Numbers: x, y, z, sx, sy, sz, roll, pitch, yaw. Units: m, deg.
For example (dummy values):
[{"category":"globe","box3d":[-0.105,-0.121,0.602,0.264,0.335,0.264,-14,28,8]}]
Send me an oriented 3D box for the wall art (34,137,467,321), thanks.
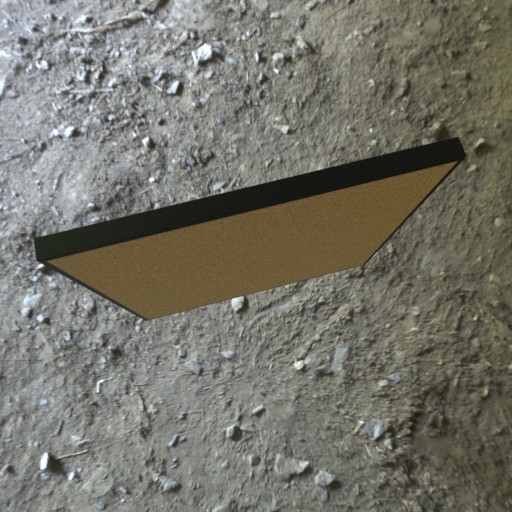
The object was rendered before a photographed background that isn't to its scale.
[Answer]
[{"category":"wall art","box3d":[0.000,0.000,0.761,0.513,0.511,0.028,-14,75,-4]}]
